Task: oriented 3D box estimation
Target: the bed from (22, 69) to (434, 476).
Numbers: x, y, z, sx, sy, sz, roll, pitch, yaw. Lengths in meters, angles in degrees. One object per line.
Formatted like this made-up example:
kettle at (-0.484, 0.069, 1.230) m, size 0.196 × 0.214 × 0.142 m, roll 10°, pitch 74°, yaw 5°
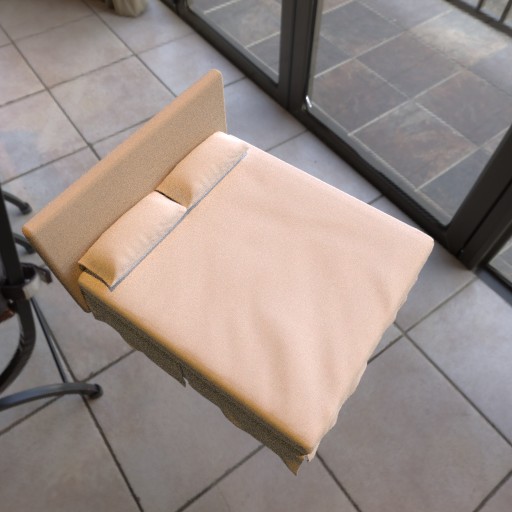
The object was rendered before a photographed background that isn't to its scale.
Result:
bed at (0.000, 0.000, 3.498) m, size 2.319 × 1.317 × 2.119 m, roll 31°, pitch 63°, yaw 18°
